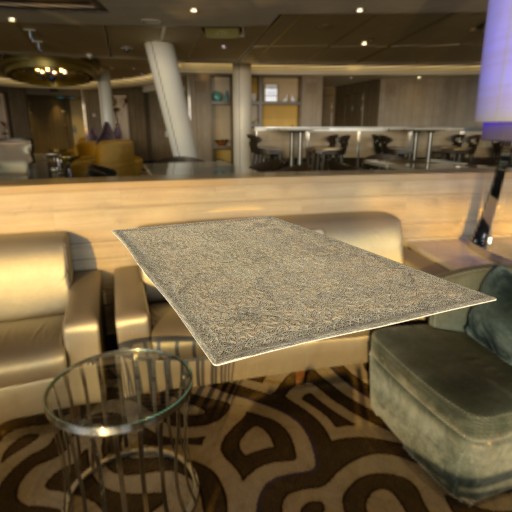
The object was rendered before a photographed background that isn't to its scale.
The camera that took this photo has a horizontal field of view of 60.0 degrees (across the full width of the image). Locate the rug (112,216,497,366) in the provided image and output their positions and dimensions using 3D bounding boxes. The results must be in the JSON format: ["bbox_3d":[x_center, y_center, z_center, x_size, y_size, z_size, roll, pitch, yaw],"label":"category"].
[{"bbox_3d":[0.000,0.000,3.017,1.535,0.022,2.498,-8,18,-25],"label":"rug"}]
